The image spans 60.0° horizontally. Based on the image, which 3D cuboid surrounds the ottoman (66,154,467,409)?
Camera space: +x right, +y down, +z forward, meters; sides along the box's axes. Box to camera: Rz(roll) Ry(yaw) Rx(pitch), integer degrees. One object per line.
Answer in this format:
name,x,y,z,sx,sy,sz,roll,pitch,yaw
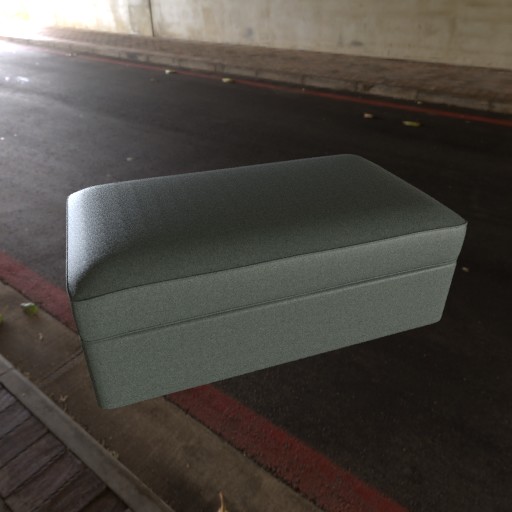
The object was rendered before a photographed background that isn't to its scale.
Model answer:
ottoman,0.000,0.000,1.555,1.173,0.494,0.681,-11,33,-17
